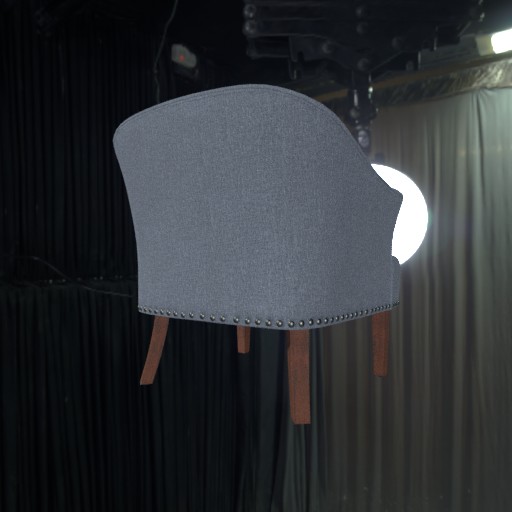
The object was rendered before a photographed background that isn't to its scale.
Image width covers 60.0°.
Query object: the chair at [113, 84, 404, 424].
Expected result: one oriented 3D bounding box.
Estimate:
[{"bbox_3d":[0.000,0.000,1.416,0.798,0.815,0.704,0,1,36],"label":"chair"}]
